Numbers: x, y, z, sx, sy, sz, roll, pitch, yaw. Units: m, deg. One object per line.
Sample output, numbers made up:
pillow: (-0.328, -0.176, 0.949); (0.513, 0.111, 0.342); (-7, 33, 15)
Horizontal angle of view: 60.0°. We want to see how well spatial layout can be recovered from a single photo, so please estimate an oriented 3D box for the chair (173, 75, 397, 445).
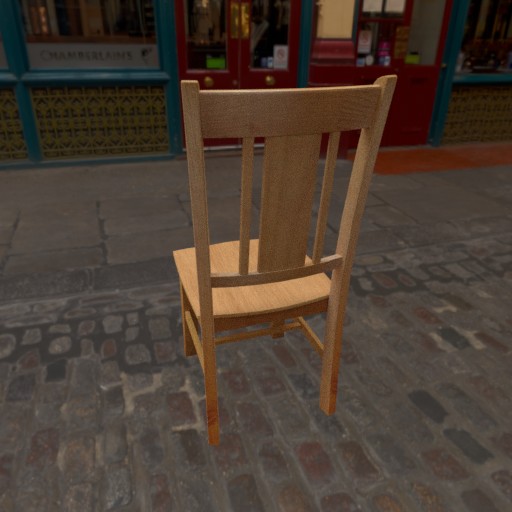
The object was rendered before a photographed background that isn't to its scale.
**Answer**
chair: (0.000, 0.000, 1.289); (0.450, 0.998, 0.556); (-8, 27, -16)
